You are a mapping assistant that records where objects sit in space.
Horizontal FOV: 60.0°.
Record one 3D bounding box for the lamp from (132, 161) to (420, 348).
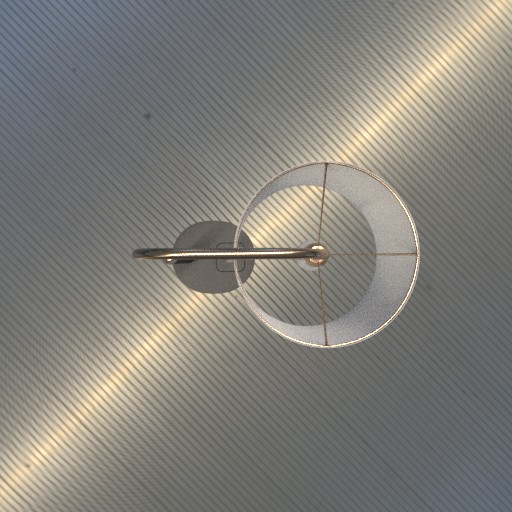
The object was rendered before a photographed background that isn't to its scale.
[{"bbox_3d":[0.000,0.000,0.685,0.337,0.540,0.199,0,89,-2],"label":"lamp"}]
